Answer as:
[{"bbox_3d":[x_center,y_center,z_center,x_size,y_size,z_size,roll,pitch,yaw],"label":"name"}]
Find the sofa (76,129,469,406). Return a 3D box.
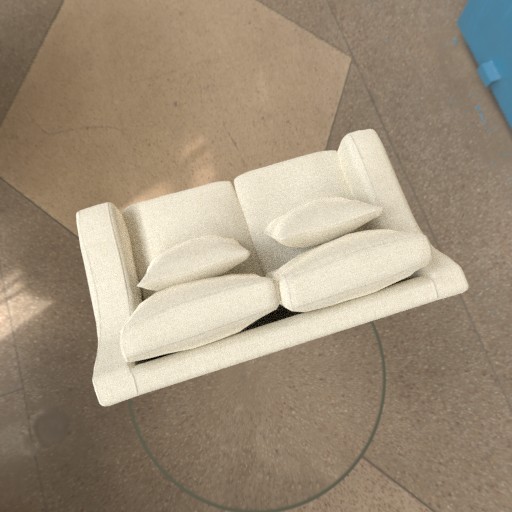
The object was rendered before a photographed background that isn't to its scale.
[{"bbox_3d":[0.000,0.000,2.373,1.744,1.047,1.040,-17,76,-4],"label":"sofa"}]
